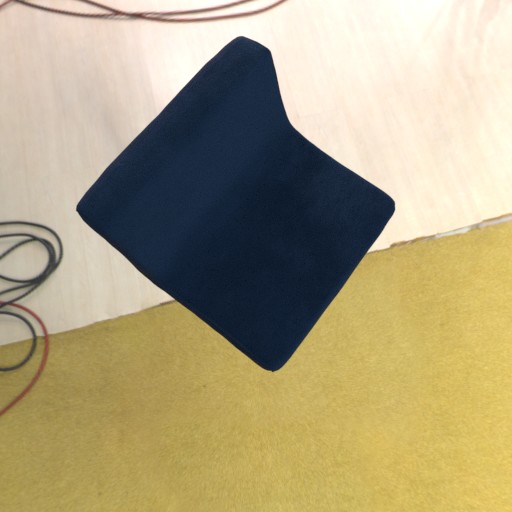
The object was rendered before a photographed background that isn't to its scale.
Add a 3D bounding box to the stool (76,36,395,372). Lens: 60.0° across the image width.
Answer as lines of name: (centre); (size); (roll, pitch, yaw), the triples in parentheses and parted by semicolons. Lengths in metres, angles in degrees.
stool: (0.000, 0.000, 1.314); (0.500, 1.037, 0.511); (36, 77, 9)
